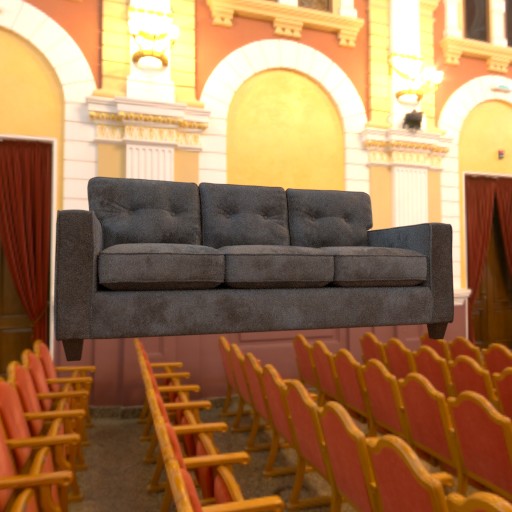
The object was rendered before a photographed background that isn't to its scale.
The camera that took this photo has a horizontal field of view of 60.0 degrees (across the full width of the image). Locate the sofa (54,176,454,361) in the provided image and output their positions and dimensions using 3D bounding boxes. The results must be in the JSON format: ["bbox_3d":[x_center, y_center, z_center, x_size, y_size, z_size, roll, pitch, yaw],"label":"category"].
[{"bbox_3d":[0.000,0.000,2.660,2.133,0.965,0.939,0,-1,-17],"label":"sofa"}]
